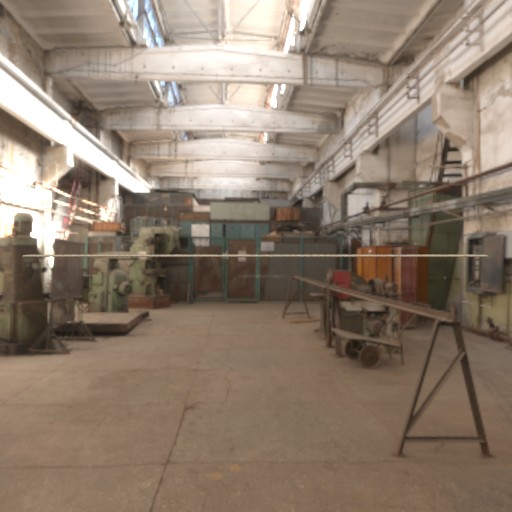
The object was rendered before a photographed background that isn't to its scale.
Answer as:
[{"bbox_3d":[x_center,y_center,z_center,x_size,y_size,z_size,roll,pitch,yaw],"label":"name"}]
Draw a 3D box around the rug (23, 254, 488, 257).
[{"bbox_3d":[0.000,0.000,2.418,2.196,0.011,0.662,0,0,0],"label":"rug"}]
